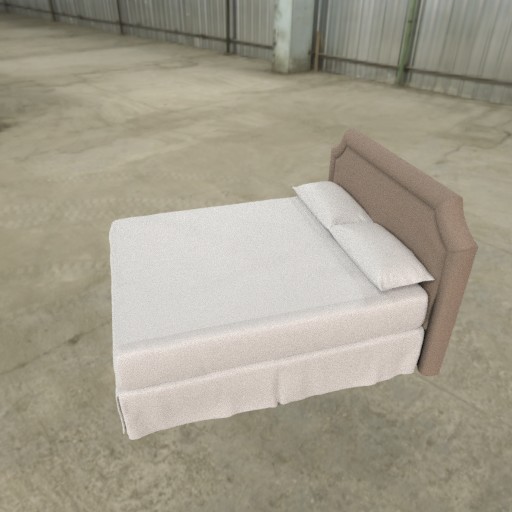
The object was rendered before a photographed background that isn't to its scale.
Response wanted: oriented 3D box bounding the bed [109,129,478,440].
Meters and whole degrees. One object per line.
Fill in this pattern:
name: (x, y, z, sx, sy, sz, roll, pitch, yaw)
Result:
bed: (0.000, 0.000, 3.244, 2.164, 1.303, 1.828, -9, 34, -13)
